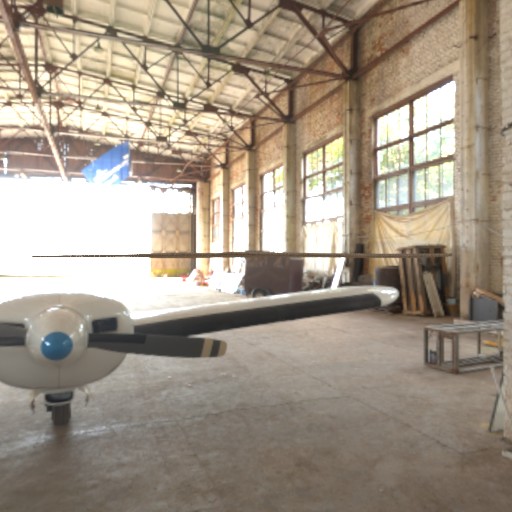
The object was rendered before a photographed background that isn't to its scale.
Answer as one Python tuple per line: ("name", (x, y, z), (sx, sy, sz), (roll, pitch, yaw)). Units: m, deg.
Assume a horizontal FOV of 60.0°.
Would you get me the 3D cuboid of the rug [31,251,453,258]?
("rug", (0.000, 0.000, 3.817), (2.869, 0.038, 2.032), (0, -1, 16))
